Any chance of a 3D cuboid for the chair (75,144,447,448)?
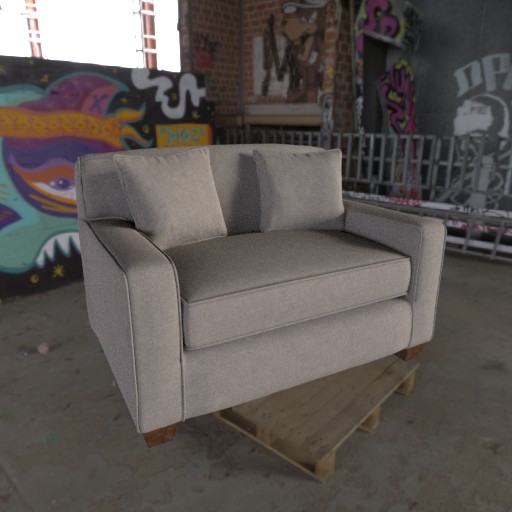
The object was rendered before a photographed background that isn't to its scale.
[{"bbox_3d":[0.000,0.000,2.021,1.395,0.953,0.992,-9,19,-27],"label":"chair"}]
